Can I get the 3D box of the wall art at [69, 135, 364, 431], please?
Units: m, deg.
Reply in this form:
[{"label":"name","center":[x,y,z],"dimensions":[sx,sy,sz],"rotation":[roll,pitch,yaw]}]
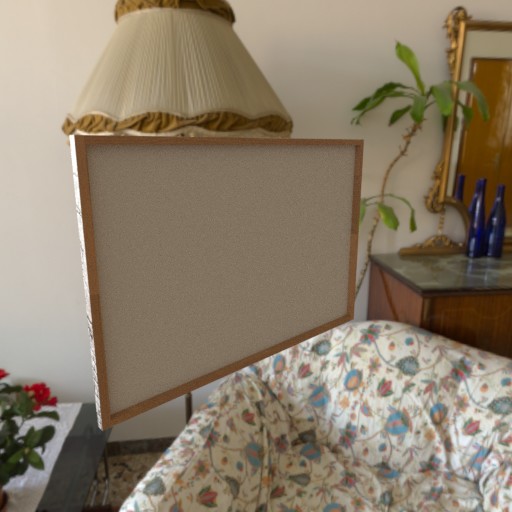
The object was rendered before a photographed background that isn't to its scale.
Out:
[{"label":"wall art","center":[0.000,0.000,1.178],"dimensions":[0.914,0.607,0.023],"rotation":[-13,19,-41]}]
